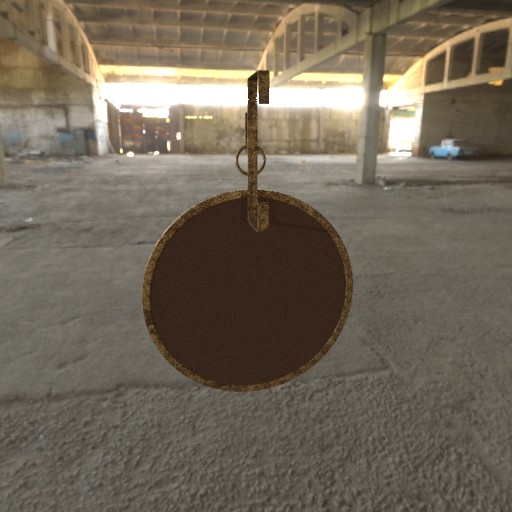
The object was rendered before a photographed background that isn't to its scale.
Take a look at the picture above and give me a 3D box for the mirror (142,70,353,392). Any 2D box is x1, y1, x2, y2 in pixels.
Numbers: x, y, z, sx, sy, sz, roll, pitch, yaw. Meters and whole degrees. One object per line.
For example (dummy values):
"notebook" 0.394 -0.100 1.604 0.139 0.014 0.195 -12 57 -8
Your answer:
"mirror" 0.000 0.000 0.856 0.447 0.651 0.144 -3 15 -10
